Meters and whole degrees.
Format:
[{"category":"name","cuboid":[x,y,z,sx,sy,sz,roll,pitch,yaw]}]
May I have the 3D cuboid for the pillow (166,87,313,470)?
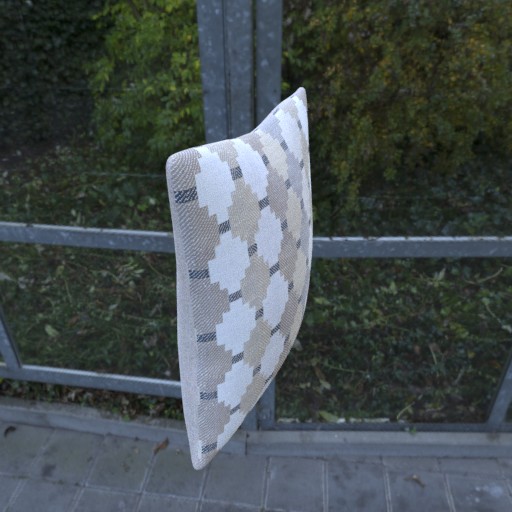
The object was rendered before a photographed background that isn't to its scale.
[{"category":"pillow","cuboid":[0.000,0.000,0.855,0.192,0.558,0.578,11,32,18]}]
